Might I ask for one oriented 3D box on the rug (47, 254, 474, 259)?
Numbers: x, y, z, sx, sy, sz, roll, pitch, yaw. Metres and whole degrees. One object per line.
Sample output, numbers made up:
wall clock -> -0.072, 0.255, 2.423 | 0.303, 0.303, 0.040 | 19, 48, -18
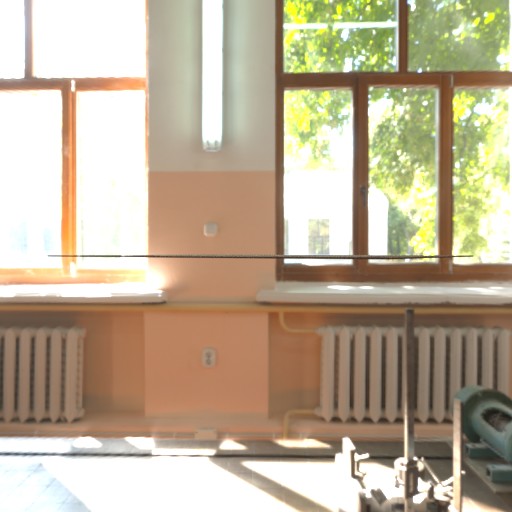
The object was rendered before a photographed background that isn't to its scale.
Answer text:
rug -> 0.000, 0.000, 2.282 | 1.829, 0.008, 1.219 | 0, 0, 36
